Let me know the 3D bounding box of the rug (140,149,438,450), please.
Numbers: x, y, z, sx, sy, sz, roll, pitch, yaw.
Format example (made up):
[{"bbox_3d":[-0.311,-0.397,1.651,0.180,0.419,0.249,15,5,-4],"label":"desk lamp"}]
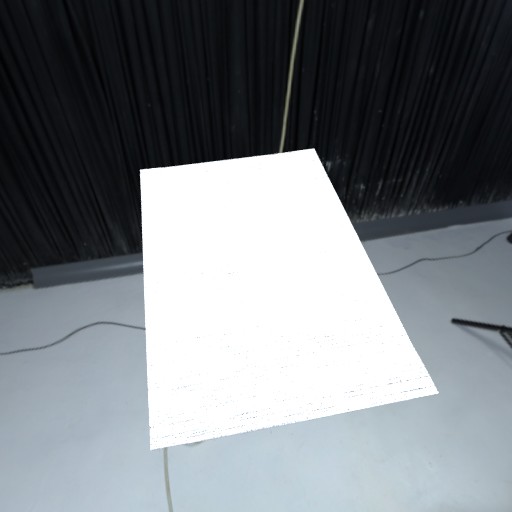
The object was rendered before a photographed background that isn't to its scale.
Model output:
[{"bbox_3d":[0.000,0.000,2.295,1.149,0.021,1.773,-8,48,-8],"label":"rug"}]
